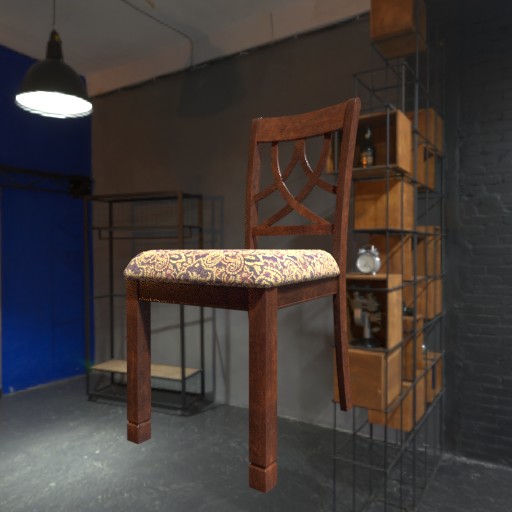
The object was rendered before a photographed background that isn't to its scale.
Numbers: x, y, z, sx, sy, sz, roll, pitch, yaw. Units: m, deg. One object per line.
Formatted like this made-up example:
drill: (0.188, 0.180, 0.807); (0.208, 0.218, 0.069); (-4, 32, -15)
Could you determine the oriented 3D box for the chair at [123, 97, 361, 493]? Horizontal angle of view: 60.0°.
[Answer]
chair: (0.000, 0.000, 1.255); (0.457, 0.965, 0.584); (1, 1, 35)
